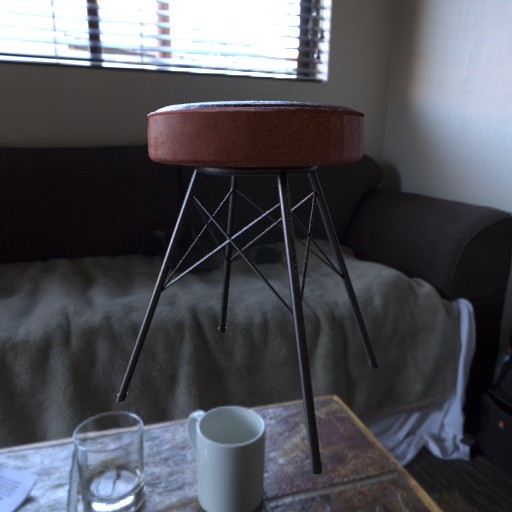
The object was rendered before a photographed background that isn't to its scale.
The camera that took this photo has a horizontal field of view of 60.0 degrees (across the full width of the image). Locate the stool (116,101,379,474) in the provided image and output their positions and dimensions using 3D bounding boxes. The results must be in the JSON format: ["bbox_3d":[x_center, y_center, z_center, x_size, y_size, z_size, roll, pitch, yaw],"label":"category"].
[{"bbox_3d":[0.000,0.000,0.929,0.457,0.593,0.421,8,16,27],"label":"stool"}]
